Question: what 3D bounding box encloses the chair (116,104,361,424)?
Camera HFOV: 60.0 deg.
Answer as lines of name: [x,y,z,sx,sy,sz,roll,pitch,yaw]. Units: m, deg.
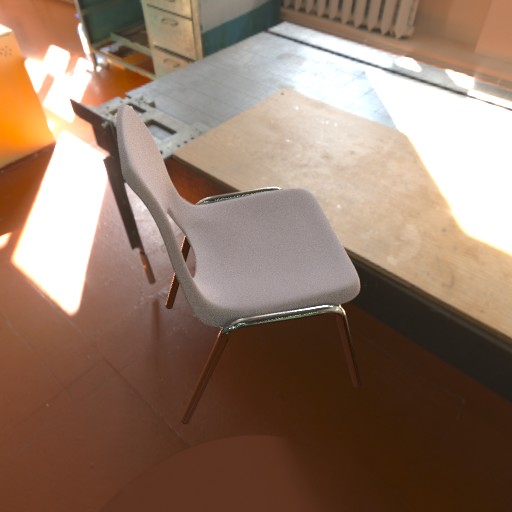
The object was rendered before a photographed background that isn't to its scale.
chair: [0.000,0.000,0.931,0.436,0.653,0.381,-10,47,-10]
